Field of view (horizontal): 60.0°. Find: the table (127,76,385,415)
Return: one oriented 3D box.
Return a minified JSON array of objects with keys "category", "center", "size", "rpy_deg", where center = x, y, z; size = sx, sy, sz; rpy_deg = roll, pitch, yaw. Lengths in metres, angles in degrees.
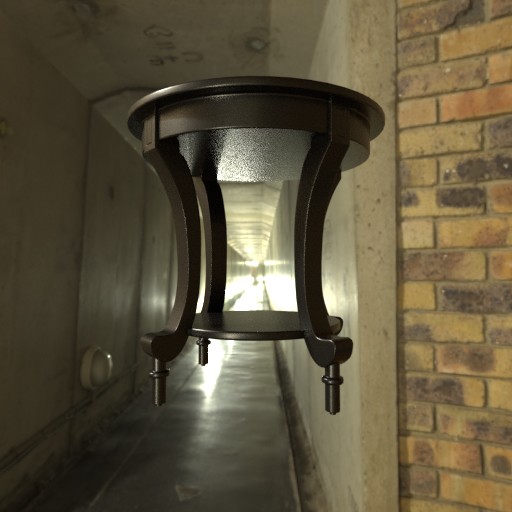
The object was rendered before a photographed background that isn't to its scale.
[{"category":"table","center":[0.000,0.000,1.062],"size":[0.597,0.618,0.597],"rpy_deg":[0,-1,0]}]
